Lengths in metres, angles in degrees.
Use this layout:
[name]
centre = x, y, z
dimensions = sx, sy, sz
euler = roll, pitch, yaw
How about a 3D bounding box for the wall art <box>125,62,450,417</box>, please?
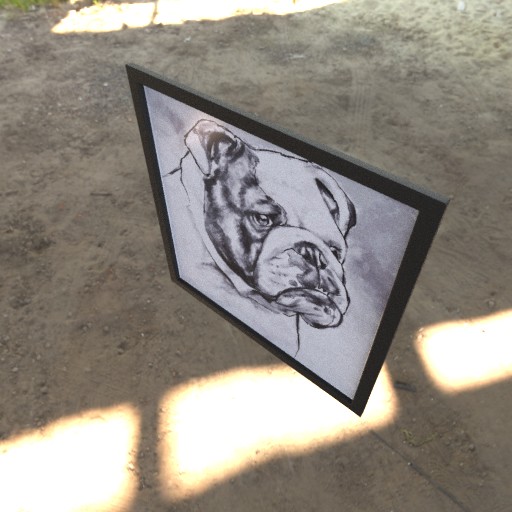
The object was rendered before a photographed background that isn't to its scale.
[wall art]
centre = 0.000, 0.000, 0.967
dimensions = 0.663, 0.659, 0.016
euler = 31, 54, 26
